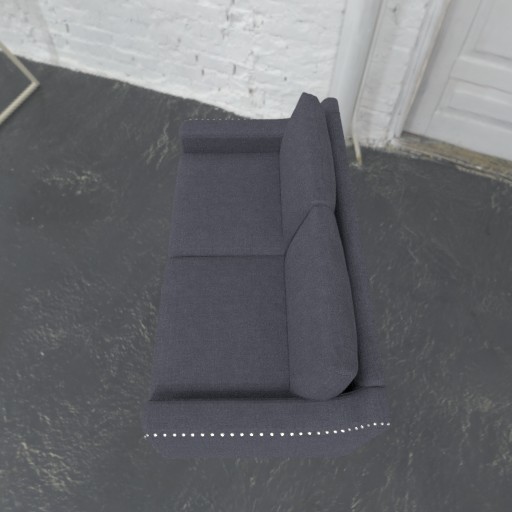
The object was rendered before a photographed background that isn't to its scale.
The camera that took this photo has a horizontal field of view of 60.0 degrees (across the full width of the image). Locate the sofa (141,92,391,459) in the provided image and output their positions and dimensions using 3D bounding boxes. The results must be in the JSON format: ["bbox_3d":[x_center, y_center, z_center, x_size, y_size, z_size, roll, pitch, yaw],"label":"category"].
[{"bbox_3d":[0.000,0.000,3.214,1.336,1.196,2.550,0,57,0],"label":"sofa"}]
